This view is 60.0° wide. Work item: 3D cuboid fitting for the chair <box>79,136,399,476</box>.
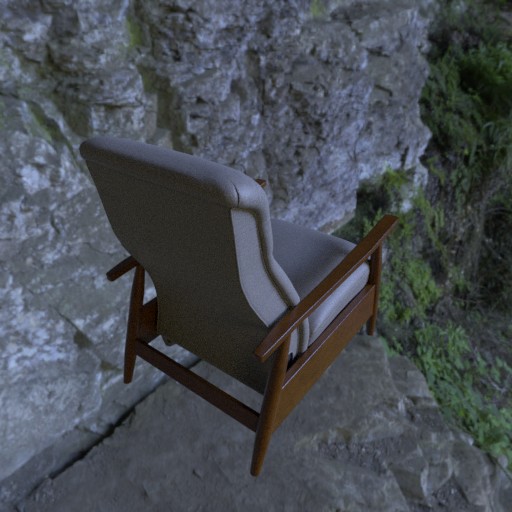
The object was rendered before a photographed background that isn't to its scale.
[{"bbox_3d":[0.000,0.000,1.786,0.762,1.082,1.032,21,37,32],"label":"chair"}]
